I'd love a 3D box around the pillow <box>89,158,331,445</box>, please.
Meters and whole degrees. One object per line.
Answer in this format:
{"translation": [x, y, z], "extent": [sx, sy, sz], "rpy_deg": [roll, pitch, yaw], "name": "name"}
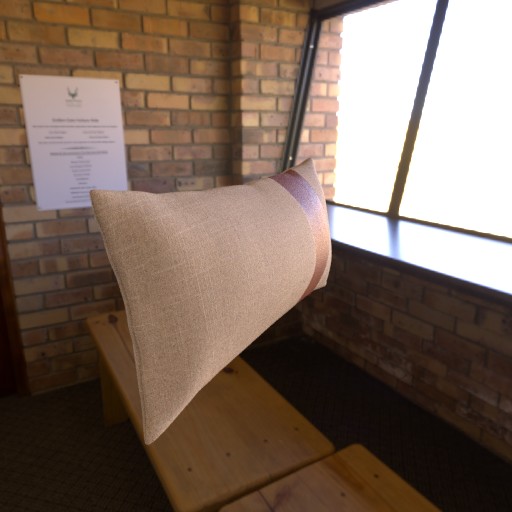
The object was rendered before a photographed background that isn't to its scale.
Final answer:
{"translation": [0.000, 0.000, 0.725], "extent": [0.155, 0.282, 0.612], "rpy_deg": [8, 18, 26], "name": "pillow"}
